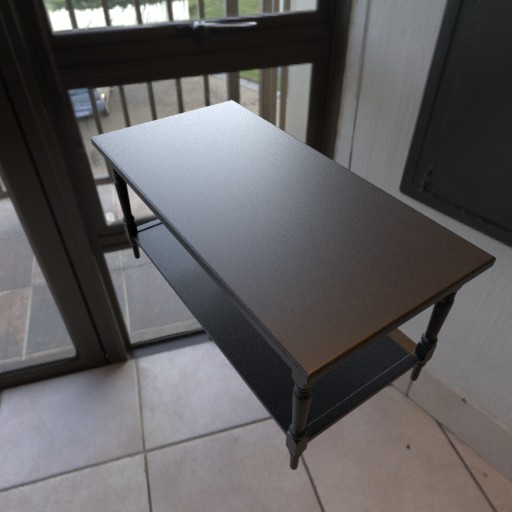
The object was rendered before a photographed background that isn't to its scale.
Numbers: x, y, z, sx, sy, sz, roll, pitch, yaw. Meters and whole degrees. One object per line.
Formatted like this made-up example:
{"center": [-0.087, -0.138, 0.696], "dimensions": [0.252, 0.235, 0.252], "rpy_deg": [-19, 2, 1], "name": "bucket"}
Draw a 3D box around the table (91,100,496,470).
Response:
{"center": [0.000, 0.000, 1.386], "dimensions": [0.550, 0.510, 1.107], "rpy_deg": [-24, 47, -25], "name": "table"}
